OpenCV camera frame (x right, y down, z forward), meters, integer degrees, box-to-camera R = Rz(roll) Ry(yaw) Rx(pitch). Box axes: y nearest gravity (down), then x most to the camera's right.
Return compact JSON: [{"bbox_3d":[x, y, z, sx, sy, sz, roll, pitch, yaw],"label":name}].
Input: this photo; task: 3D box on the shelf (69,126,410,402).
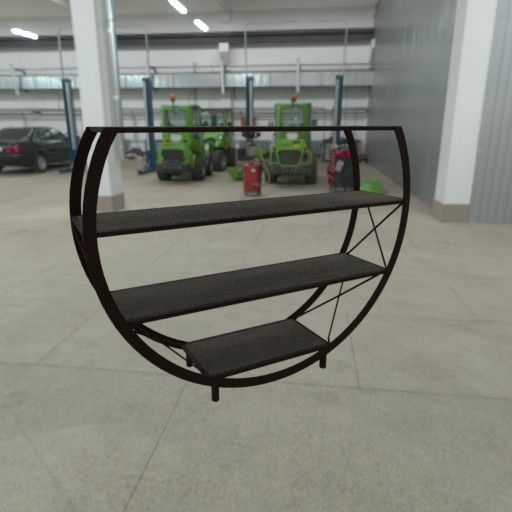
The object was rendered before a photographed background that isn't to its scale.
[{"bbox_3d":[0.000,0.000,1.893,1.403,1.063,0.344,-9,19,-27],"label":"shelf"}]
